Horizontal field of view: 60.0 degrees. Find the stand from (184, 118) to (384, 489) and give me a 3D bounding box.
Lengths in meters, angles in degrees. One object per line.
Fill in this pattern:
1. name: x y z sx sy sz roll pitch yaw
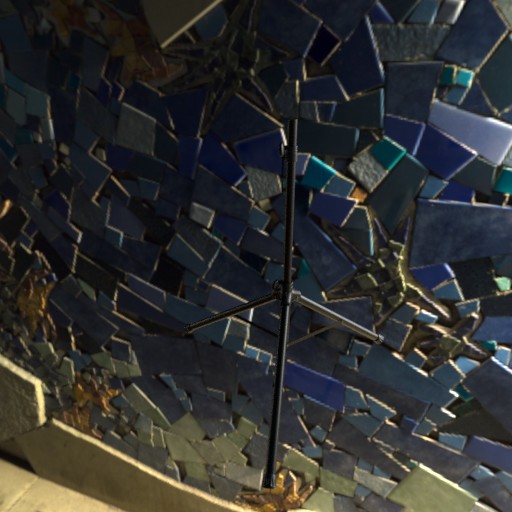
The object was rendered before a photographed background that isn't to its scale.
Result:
1. stand: 0.000 0.000 1.856 0.907 1.136 1.045 18 31 33
